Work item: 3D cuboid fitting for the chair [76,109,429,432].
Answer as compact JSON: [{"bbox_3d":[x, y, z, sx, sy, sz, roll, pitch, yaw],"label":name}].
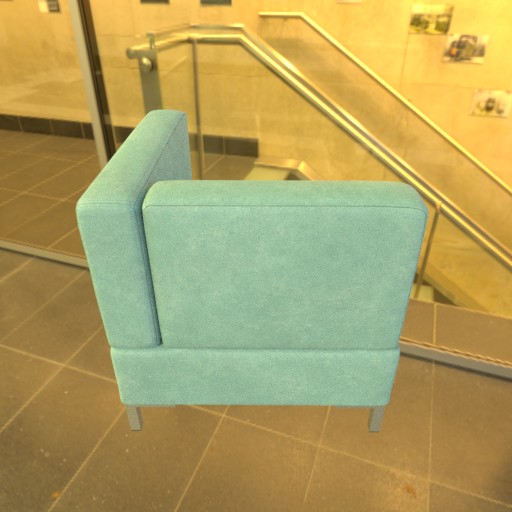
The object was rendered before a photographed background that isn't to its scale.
[{"bbox_3d":[0.000,0.000,1.233,0.680,0.660,0.680,0,33,0],"label":"chair"}]
